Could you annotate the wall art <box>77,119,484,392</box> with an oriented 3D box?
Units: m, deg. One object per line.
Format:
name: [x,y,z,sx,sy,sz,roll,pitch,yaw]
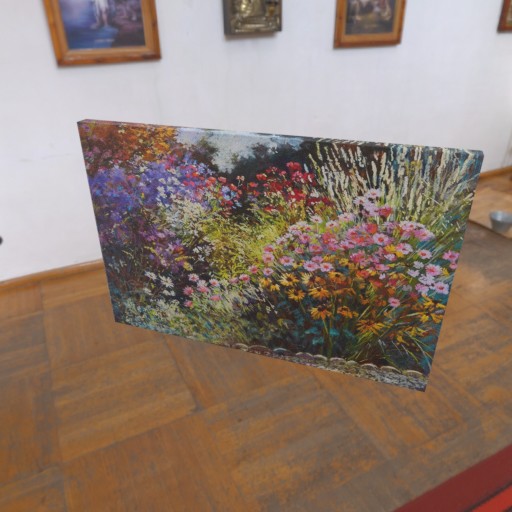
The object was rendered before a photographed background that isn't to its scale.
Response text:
wall art: [0.000,0.000,1.112,0.908,0.604,0.037,9,30,16]
